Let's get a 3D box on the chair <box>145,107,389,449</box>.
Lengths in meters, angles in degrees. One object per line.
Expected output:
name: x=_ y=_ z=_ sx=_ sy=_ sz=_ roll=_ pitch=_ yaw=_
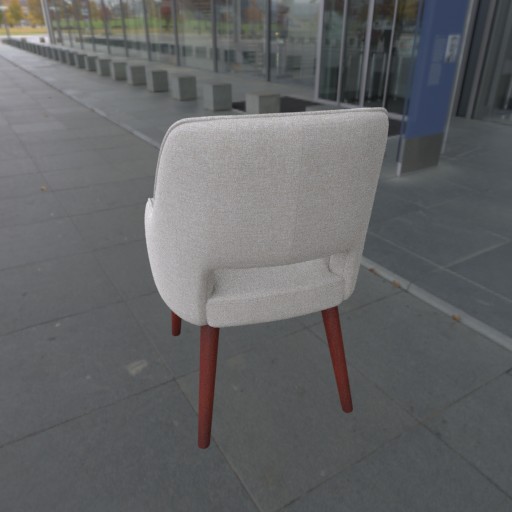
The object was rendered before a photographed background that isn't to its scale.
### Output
chair: x=0.000 y=0.000 z=1.204 sx=0.560 sy=0.840 sz=0.580 roll=-8 pitch=29 yaw=-15
